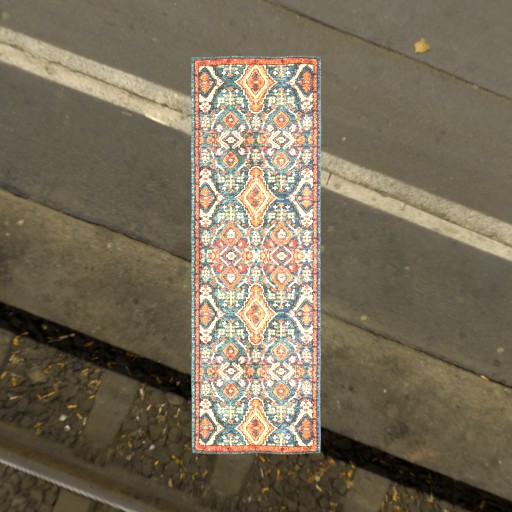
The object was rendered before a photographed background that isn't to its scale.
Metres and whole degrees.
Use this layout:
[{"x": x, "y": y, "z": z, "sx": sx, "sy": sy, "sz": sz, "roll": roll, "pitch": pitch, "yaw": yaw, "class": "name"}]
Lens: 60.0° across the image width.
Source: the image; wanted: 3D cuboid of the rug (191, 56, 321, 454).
[{"x": 0.000, "y": 0.000, "z": 2.739, "sx": 0.801, "sy": 0.010, "sz": 2.459, "roll": 0, "pitch": 91, "yaw": 0, "class": "rug"}]
